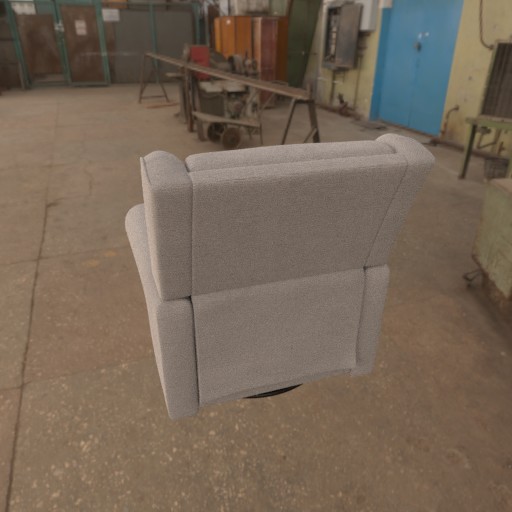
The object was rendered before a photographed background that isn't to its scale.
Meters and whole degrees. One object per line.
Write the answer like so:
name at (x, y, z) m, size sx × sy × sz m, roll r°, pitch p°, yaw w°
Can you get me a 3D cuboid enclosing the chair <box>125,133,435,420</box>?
chair at (0.000, 0.000, 1.672) m, size 0.906 × 0.966 × 0.854 m, roll -8°, pitch 28°, yaw -16°
